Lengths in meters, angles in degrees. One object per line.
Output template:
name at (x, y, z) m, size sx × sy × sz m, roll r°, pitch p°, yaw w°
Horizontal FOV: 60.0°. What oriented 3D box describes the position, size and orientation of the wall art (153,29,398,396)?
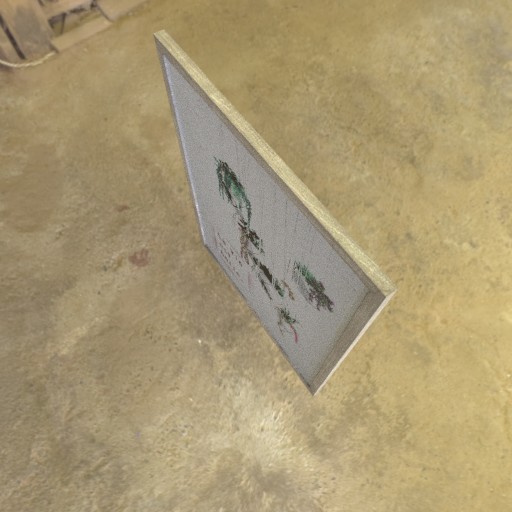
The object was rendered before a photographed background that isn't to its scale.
wall art at (0.000, 0.000, 1.329) m, size 0.035 × 1.022 × 0.781 m, roll -32°, pitch 68°, yaw -15°
